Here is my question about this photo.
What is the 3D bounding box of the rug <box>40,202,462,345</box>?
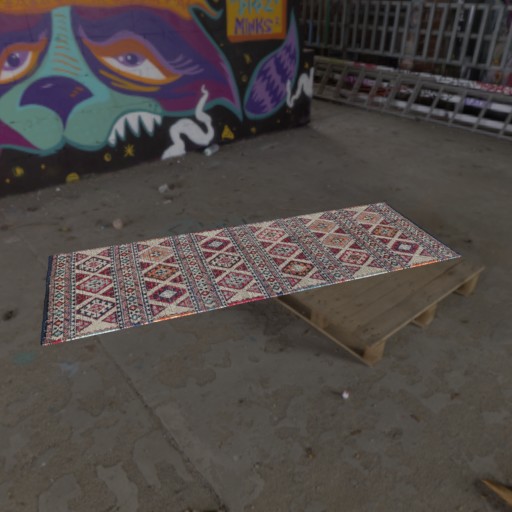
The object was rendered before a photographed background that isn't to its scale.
[{"bbox_3d":[0.000,0.000,2.672,2.362,0.008,0.832,-10,33,-17],"label":"rug"}]
